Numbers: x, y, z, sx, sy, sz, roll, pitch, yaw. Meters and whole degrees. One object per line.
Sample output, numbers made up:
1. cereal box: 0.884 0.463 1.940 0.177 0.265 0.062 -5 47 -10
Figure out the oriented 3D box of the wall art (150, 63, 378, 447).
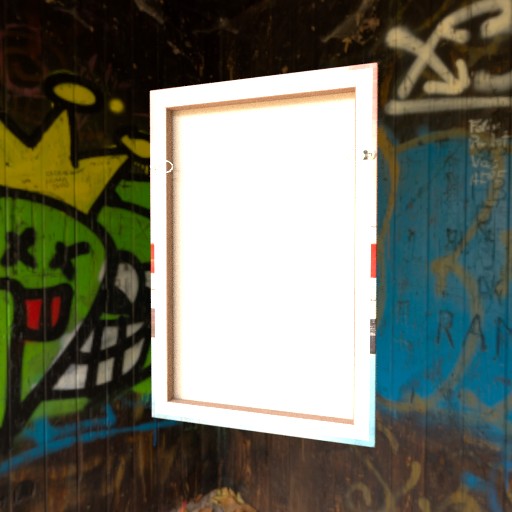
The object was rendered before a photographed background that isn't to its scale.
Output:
1. wall art: 0.000 0.000 1.161 0.610 0.914 0.038 0 1 18
